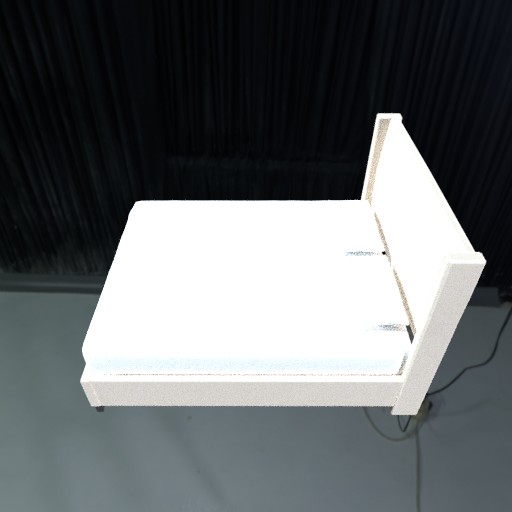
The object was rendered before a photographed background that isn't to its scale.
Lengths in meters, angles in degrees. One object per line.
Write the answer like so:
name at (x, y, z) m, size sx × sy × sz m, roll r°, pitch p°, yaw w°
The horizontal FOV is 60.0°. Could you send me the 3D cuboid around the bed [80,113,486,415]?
bed at (0.000, 0.000, 3.336) m, size 2.293 × 1.471 × 1.778 m, roll 0°, pitch 41°, yaw 0°
